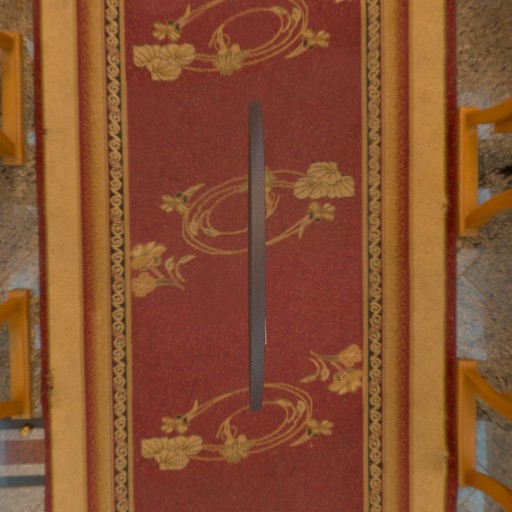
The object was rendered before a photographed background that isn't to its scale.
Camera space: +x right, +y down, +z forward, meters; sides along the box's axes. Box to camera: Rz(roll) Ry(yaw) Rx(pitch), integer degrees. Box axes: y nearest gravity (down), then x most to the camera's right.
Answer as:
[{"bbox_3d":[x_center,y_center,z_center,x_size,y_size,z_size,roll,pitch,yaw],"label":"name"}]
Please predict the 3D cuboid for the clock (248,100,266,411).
[{"bbox_3d":[0.000,0.000,0.900,0.029,0.595,0.595,0,93,-2],"label":"clock"}]
